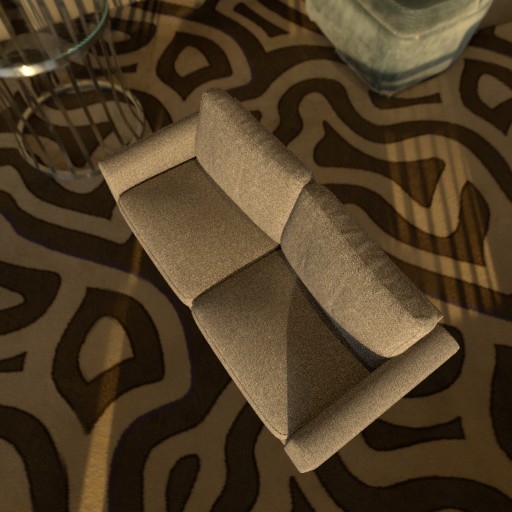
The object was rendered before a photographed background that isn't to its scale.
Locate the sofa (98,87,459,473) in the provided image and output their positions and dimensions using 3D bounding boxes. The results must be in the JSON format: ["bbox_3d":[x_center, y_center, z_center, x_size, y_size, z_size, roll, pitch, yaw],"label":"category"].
[{"bbox_3d":[0.000,0.000,2.636,1.016,0.873,2.179,-32,67,-15],"label":"sofa"}]
